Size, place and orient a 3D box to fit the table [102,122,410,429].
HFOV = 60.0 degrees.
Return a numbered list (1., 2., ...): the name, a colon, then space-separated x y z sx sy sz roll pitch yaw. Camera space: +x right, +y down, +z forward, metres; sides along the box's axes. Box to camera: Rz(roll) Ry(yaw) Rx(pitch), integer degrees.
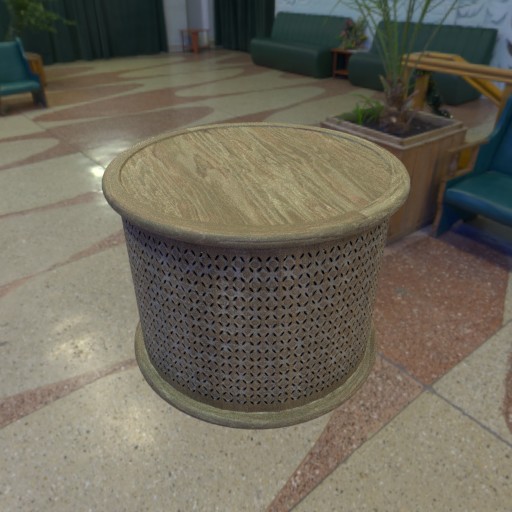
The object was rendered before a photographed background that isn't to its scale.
1. table: 0.000 0.000 1.022 0.607 0.450 0.607 0 32 0
